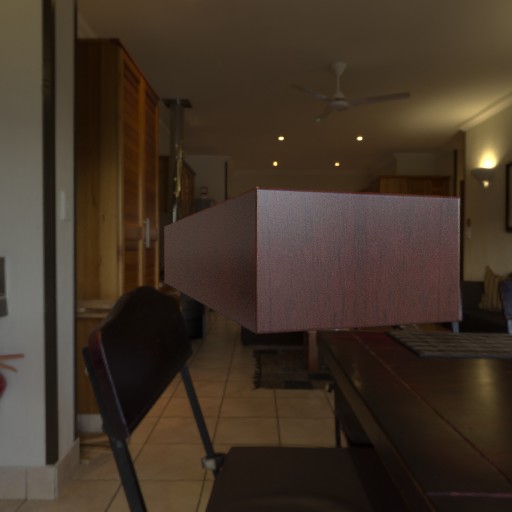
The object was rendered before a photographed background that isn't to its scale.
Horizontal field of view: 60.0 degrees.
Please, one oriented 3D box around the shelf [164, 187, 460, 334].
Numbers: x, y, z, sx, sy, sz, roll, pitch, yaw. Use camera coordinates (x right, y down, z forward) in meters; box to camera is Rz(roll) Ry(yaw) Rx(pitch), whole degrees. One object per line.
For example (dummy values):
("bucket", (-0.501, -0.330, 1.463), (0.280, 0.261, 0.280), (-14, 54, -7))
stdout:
("shelf", (0.000, 0.000, 0.508), (0.152, 0.088, 0.457), (0, 1, -18))
